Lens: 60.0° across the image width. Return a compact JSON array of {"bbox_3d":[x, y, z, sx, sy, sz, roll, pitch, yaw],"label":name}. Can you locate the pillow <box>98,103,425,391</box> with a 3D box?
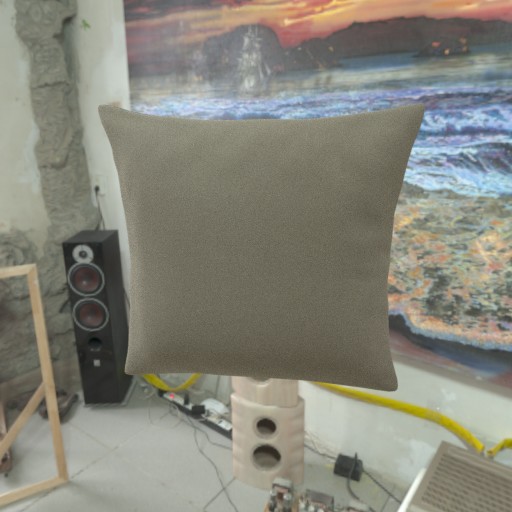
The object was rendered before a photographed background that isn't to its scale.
[{"bbox_3d":[0.000,0.000,0.778,0.526,0.507,0.166,2,16,7],"label":"pillow"}]
